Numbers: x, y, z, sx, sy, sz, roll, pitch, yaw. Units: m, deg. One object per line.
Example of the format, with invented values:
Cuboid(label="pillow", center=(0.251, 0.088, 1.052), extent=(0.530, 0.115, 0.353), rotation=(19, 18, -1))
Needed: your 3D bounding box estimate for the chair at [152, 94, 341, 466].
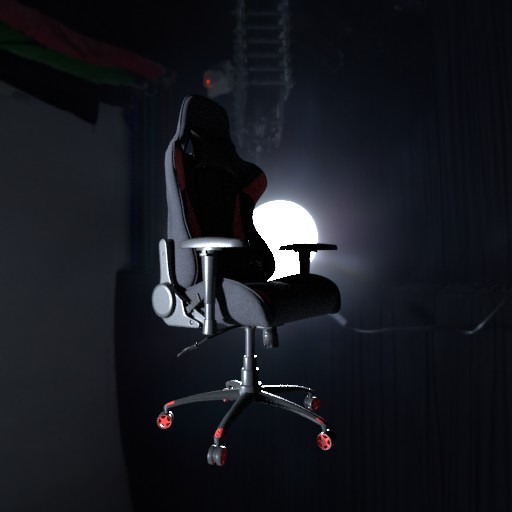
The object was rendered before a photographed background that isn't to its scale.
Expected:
Cuboid(label="chair", center=(0.000, 0.000, 1.709), extent=(0.658, 1.326, 0.695), rotation=(0, 0, 36))
